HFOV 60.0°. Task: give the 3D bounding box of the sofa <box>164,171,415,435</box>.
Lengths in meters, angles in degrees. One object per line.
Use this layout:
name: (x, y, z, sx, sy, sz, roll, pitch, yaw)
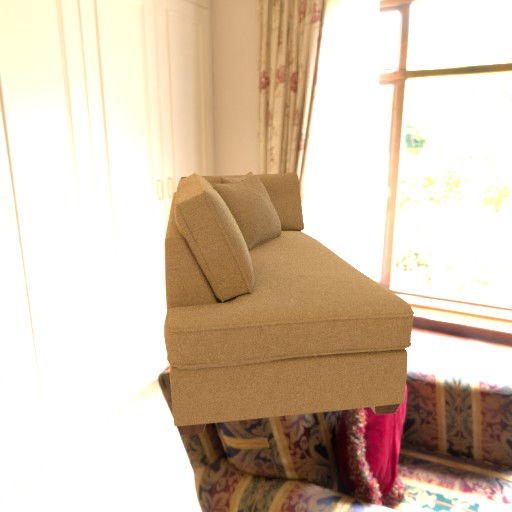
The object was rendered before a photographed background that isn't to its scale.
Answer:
sofa: (0.000, 0.000, 2.894, 1.110, 1.033, 2.237, -2, 14, -9)
